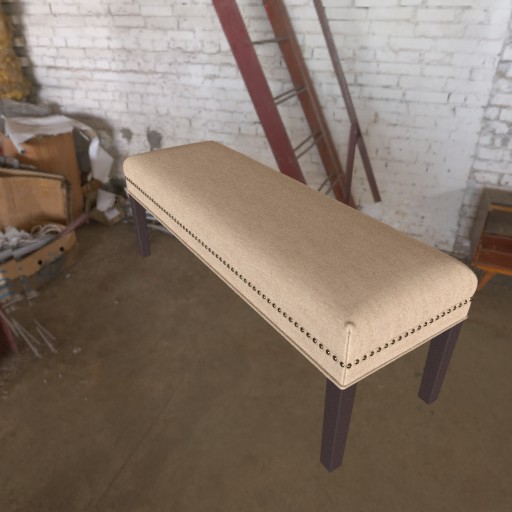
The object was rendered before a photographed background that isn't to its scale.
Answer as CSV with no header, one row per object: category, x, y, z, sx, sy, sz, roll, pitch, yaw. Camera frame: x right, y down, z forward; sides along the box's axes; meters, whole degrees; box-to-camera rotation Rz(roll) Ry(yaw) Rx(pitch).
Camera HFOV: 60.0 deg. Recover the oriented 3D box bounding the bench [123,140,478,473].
bench,0.000,0.000,1.428,0.410,0.457,1.219,-19,36,-28
